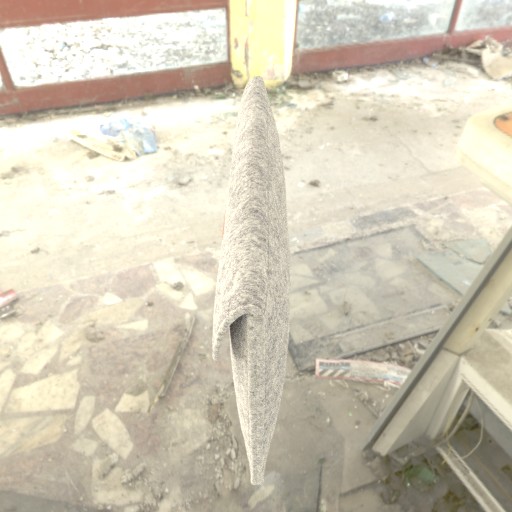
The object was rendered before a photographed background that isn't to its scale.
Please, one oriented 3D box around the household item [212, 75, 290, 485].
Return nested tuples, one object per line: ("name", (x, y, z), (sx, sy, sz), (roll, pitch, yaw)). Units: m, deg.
("household item", (0.000, 0.000, 0.420), (0.057, 0.221, 0.335), (1, 41, 1))
